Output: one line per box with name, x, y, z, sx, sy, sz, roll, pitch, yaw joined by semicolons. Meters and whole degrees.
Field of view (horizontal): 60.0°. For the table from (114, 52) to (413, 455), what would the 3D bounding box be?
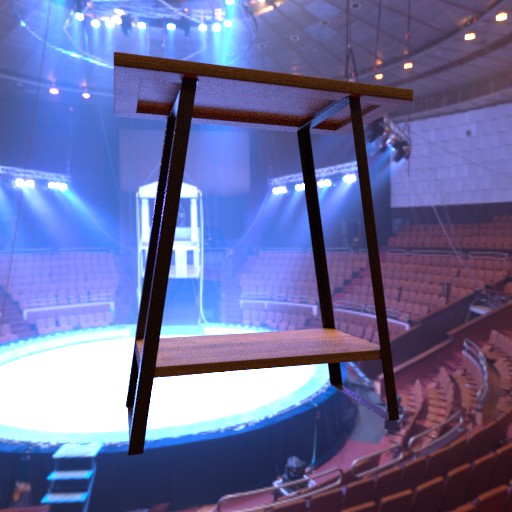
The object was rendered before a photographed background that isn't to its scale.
table;0.000;0.000;0.988;0.599;0.701;0.300;0;1;-17
